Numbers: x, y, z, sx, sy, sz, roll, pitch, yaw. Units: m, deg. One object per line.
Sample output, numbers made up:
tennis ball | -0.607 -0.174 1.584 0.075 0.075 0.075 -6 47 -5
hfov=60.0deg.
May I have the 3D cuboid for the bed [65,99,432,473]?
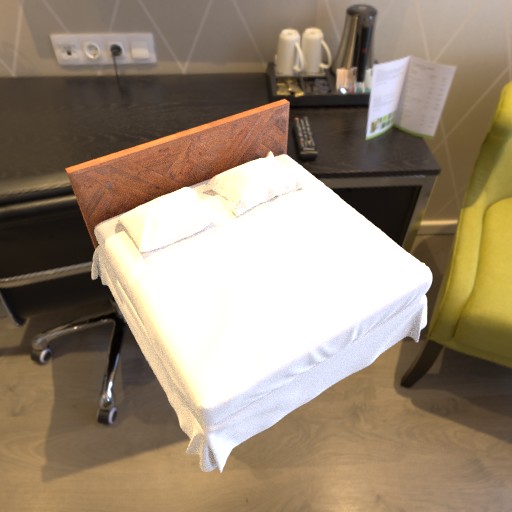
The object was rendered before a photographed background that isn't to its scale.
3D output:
bed | 0.000 0.000 3.484 2.255 1.158 2.165 -25 51 -22
